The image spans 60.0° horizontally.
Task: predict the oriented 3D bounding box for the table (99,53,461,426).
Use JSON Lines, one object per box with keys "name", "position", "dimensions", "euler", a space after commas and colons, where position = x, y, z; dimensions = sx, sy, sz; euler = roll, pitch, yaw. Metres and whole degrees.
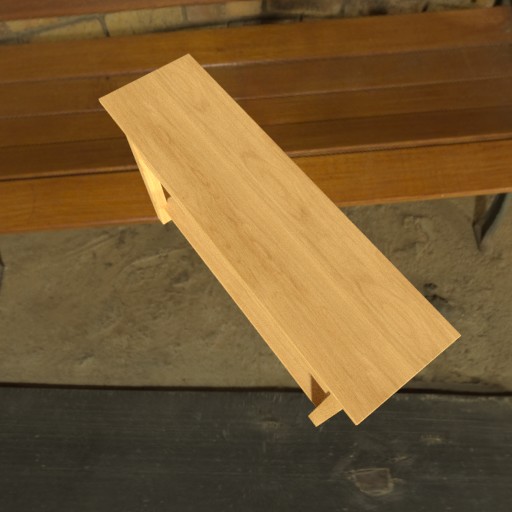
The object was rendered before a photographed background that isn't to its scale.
{"name": "table", "position": [0.000, 0.000, 1.600], "dimensions": [0.350, 0.730, 1.240], "euler": [-34, 69, -15]}
